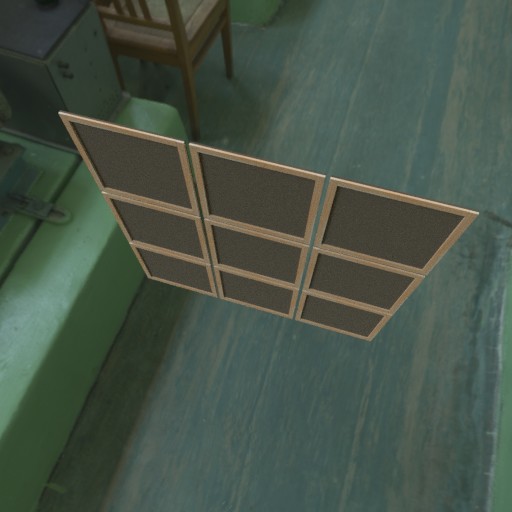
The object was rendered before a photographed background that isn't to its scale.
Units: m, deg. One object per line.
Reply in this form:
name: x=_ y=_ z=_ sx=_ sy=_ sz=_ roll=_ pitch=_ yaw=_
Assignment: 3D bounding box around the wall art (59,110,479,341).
wall art: x=0.000 y=0.000 z=1.779 sx=1.216 sy=1.218 sz=0.013 roll=15 pitch=65 yaw=7
